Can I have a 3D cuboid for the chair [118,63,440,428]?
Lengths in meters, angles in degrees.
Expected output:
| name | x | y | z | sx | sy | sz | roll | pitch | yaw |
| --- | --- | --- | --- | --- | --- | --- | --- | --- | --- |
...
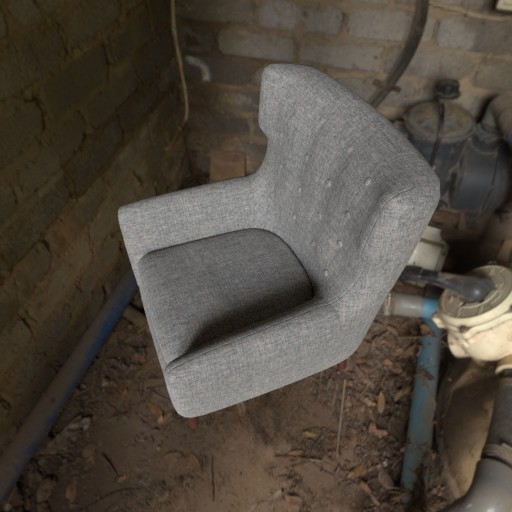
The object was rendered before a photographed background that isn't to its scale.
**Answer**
| name | x | y | z | sx | sy | sz | roll | pitch | yaw |
| --- | --- | --- | --- | --- | --- | --- | --- | --- | --- |
| chair | 0.000 | 0.000 | 1.687 | 0.904 | 1.063 | 0.878 | -17 | 49 | -15 |
